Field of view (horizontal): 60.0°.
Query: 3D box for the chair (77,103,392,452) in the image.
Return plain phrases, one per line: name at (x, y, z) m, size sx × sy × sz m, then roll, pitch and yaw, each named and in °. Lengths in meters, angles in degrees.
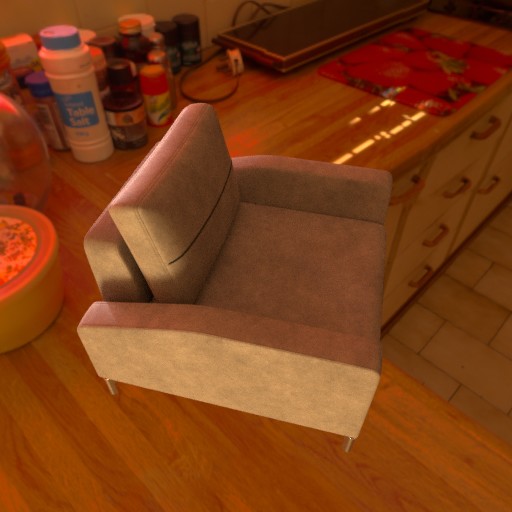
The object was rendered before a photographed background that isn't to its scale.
chair at (0.000, 0.000, 1.555) m, size 0.900 × 0.800 × 0.900 m, roll 10°, pitch 46°, yaw 10°
